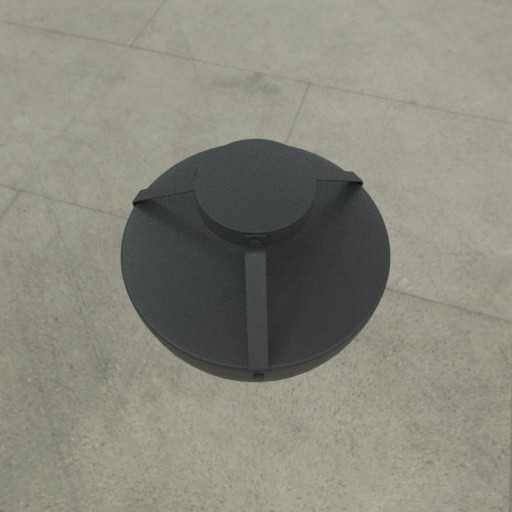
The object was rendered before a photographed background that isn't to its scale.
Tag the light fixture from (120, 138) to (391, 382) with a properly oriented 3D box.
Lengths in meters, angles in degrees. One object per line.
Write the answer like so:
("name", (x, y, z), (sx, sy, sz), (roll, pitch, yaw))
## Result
("light fixture", (0.000, 0.000, 0.534), (0.304, 0.269, 0.304), (0, 59, 0))
